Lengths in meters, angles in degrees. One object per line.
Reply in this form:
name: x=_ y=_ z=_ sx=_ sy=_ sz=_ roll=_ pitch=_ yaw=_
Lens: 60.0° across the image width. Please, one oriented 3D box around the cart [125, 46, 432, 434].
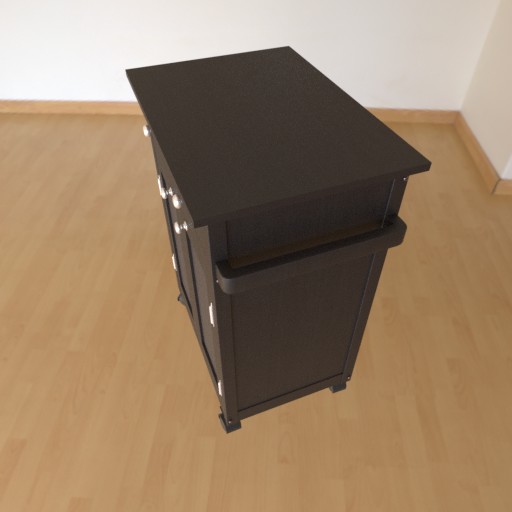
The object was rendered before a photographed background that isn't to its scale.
cart: x=0.000 y=0.000 z=1.267 sx=0.456 sy=0.879 sz=0.660 roll=-15 pitch=47 yaw=-15
